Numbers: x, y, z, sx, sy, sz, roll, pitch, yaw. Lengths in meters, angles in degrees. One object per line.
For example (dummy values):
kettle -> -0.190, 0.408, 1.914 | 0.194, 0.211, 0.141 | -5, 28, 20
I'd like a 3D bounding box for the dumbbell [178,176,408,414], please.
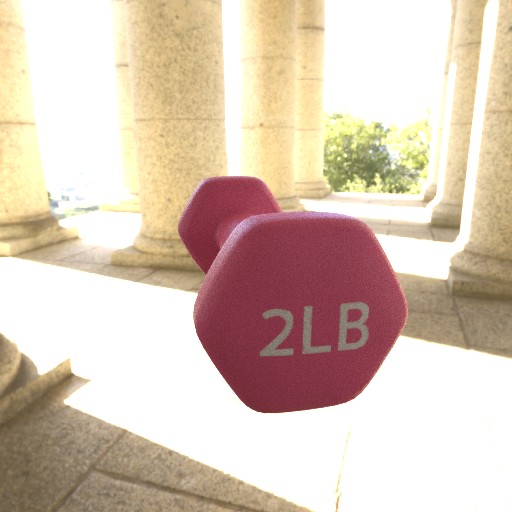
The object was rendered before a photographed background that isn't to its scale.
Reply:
dumbbell -> 0.000, 0.000, 0.175 | 0.058, 0.053, 0.146 | -3, 15, -11
